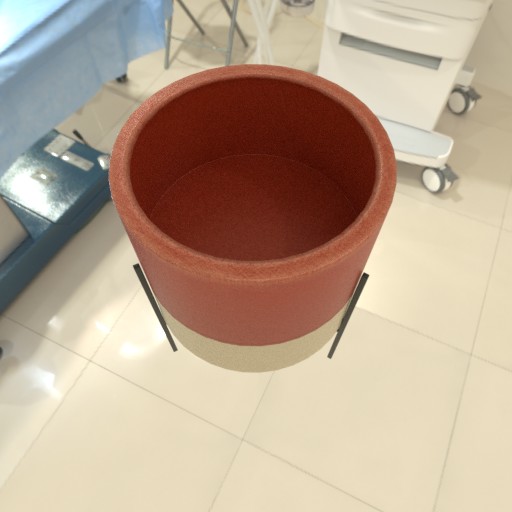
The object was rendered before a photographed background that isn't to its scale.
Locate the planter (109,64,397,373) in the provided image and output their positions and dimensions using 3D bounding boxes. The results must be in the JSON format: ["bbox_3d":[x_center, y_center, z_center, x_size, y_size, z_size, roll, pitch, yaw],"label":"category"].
[{"bbox_3d":[0.000,0.000,0.725,0.354,0.465,0.345,29,63,16],"label":"planter"}]
